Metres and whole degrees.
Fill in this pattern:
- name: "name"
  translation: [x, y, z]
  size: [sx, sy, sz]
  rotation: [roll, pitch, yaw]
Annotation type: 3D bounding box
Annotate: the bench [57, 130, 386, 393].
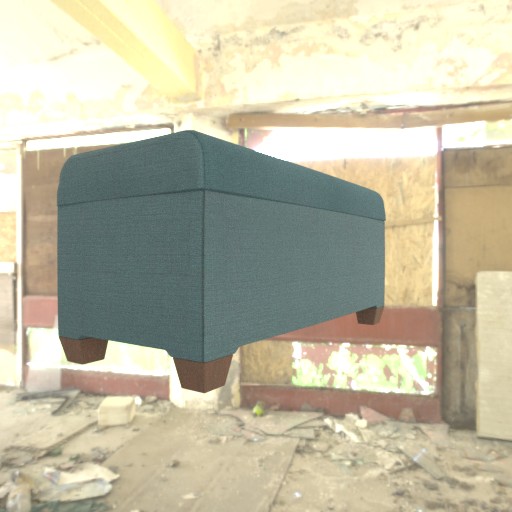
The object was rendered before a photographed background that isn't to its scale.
- name: "bench"
  translation: [0.000, 0.000, 1.281]
  size: [0.476, 0.474, 0.995]
  rotation: [0, 1, 34]
